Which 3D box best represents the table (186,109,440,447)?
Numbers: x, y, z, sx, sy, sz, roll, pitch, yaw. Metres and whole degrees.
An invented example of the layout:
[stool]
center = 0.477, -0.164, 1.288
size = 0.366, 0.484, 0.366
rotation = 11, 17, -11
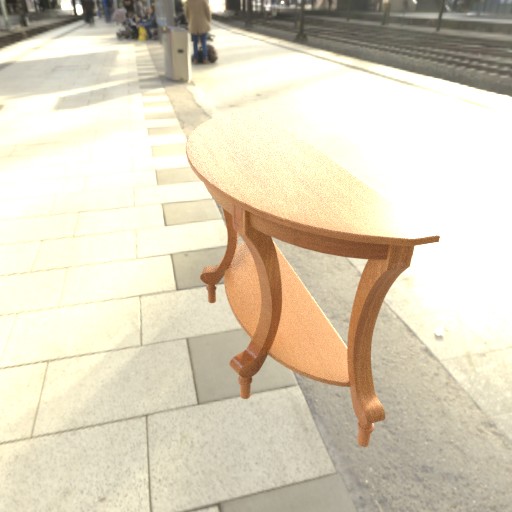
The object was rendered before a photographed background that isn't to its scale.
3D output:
[table]
center = 0.000, 0.000, 1.481
size = 0.394, 0.692, 1.198
rotation = -8, 31, -14
